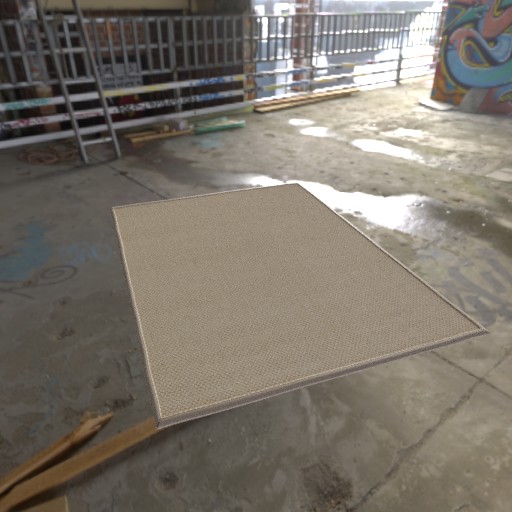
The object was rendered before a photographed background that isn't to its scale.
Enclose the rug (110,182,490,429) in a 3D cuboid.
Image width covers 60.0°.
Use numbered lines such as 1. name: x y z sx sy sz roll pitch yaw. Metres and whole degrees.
1. rug: 0.000 0.000 2.640 1.525 0.020 2.081 -11 32 -18
